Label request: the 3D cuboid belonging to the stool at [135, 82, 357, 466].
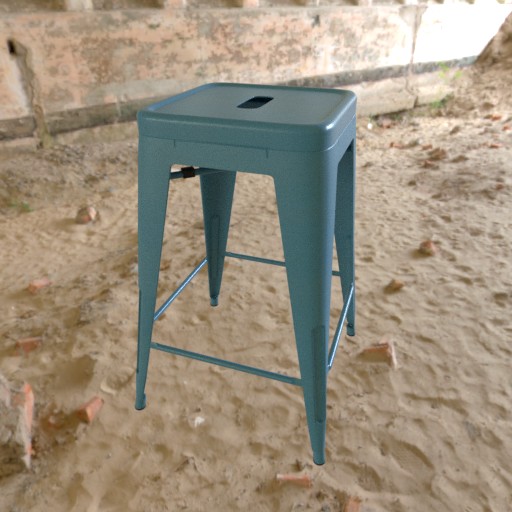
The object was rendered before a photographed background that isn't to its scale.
[{"bbox_3d":[0.000,0.000,0.896,0.410,0.608,0.410,10,32,17],"label":"stool"}]
